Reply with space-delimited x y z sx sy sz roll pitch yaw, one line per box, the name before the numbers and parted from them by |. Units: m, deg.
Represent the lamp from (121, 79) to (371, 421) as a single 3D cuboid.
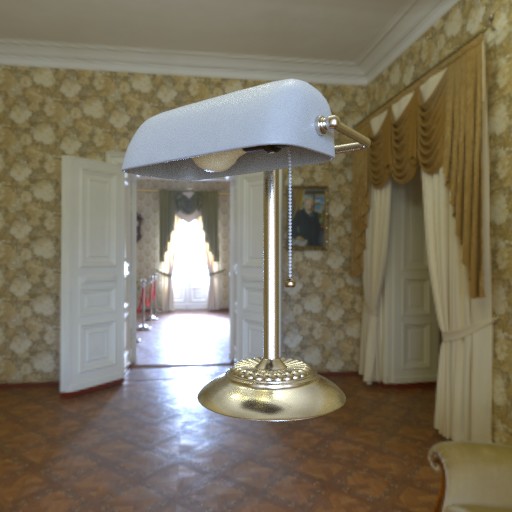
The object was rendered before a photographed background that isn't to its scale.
lamp | 0.000 0.000 0.517 0.264 0.339 0.243 0 0 36
